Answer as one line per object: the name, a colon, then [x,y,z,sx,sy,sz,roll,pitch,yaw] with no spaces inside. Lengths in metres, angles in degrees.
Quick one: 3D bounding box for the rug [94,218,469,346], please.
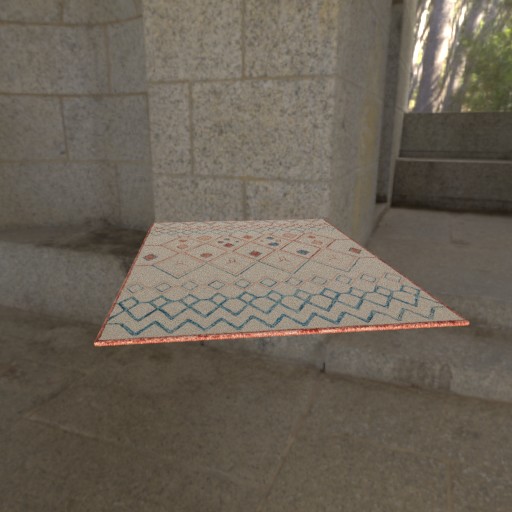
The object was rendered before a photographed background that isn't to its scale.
rug: [0.000,0.000,2.286,1.219,0.016,1.829,-2,16,-7]
